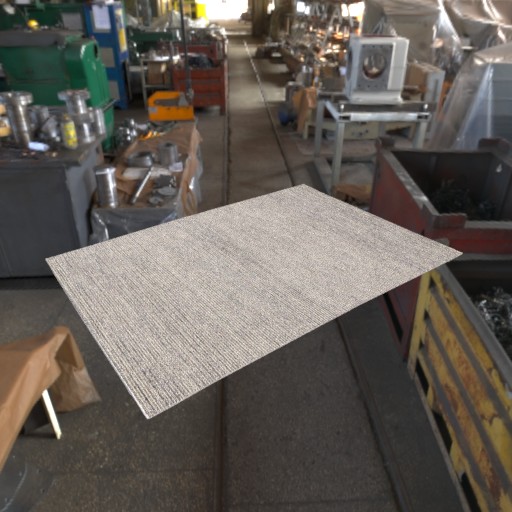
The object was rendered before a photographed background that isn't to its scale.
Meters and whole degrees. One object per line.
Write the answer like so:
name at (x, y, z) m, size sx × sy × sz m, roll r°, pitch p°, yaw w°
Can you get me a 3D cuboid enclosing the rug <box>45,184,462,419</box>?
rug at (0.000, 0.000, 2.971) m, size 2.307 × 0.030 × 1.604 m, roll -20°, pitch 36°, yaw -31°
